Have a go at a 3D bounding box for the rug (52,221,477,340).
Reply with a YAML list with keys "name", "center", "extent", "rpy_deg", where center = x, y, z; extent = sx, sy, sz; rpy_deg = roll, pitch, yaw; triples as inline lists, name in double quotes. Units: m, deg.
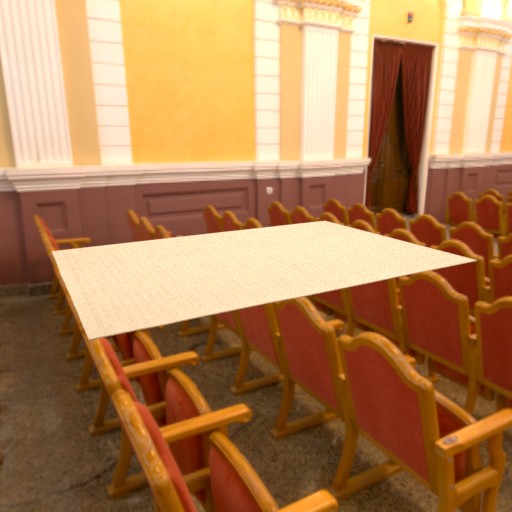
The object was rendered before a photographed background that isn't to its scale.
- name: "rug"
  center: [0.000, 0.000, 2.855]
  extent: [2.289, 0.006, 1.523]
  rpy_deg: [-8, 17, -28]
